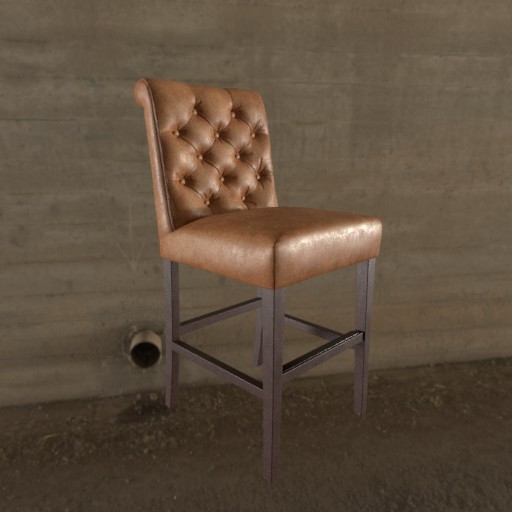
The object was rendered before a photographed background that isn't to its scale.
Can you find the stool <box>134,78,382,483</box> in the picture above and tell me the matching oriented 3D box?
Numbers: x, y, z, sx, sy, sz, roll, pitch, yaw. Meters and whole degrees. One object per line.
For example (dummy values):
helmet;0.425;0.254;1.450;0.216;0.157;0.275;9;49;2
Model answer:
stool;0.000;0.000;1.378;0.493;1.047;0.601;-13;19;-43
